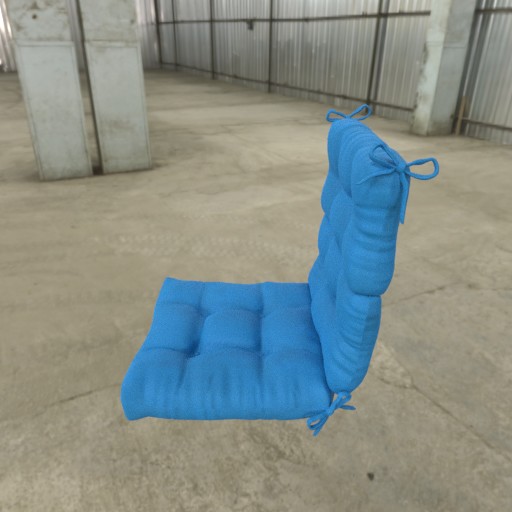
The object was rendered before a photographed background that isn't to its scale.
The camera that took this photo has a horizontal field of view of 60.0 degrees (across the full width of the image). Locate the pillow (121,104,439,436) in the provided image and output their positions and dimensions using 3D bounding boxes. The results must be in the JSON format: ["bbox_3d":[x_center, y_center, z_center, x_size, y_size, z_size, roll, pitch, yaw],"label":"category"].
[{"bbox_3d":[0.000,0.000,1.013,0.571,0.605,0.519,0,26,1],"label":"pillow"}]
